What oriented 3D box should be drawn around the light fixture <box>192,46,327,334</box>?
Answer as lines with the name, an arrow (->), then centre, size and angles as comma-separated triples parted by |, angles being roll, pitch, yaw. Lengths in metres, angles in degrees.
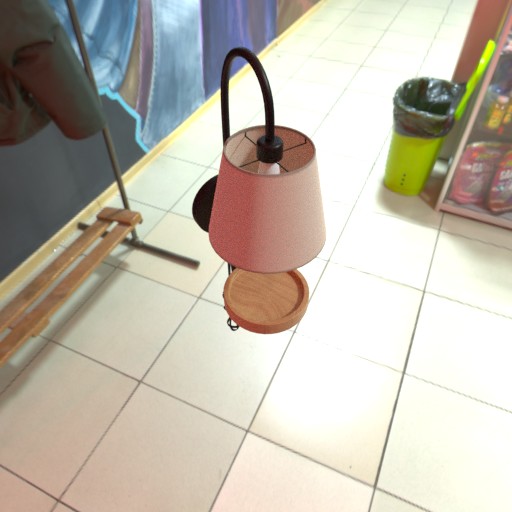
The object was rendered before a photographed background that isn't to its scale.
light fixture -> 0.000, 0.000, 0.926 | 0.220, 0.821, 0.299 | -25, 51, -22
